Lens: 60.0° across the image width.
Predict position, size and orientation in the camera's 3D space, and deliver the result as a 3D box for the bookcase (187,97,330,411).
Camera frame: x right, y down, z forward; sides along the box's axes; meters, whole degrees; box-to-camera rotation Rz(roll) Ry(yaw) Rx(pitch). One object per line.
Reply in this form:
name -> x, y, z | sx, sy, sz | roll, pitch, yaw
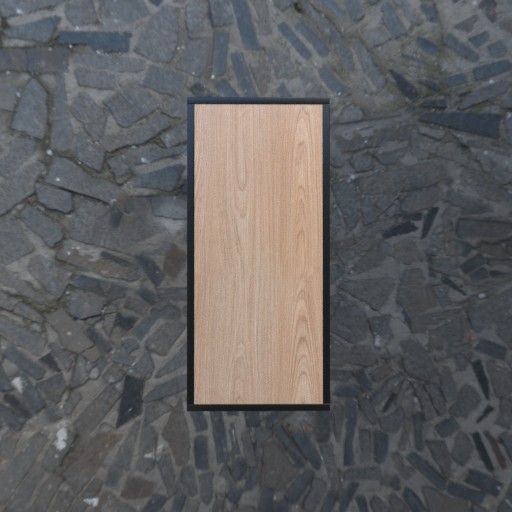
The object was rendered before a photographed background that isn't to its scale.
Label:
bookcase -> 0.000, 0.000, 1.834 | 0.350, 1.500, 0.770 | 0, 90, 0
